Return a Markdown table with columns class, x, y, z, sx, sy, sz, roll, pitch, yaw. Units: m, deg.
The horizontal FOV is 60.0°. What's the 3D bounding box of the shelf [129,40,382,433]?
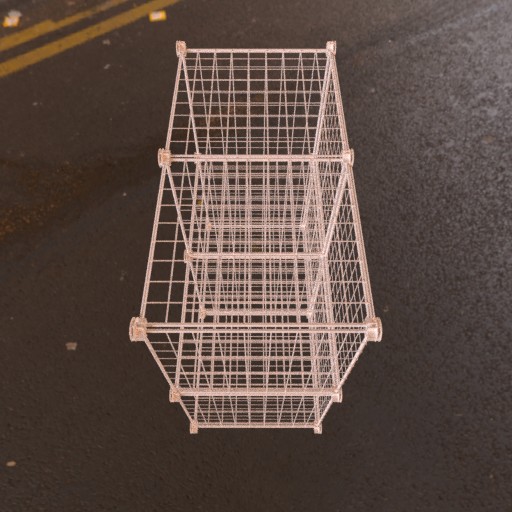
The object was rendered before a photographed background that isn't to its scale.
| class | x | y | z | sx | sy | sz | roll | pitch | yaw |
| --- | --- | --- | --- | --- | --- | --- | --- | --- | --- |
| shelf | 0.000 | 0.000 | 1.107 | 0.356 | 0.711 | 0.711 | 0 | 58 | 0 |
